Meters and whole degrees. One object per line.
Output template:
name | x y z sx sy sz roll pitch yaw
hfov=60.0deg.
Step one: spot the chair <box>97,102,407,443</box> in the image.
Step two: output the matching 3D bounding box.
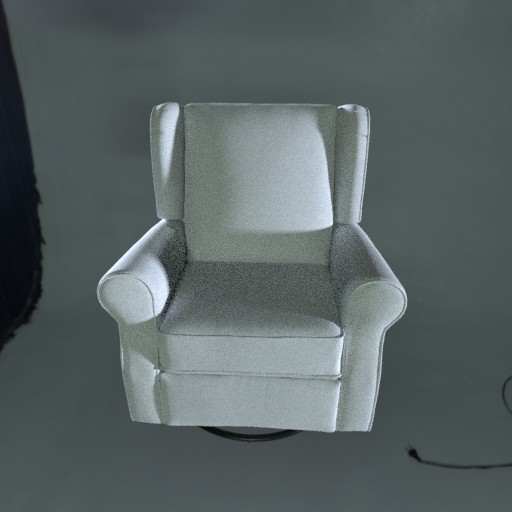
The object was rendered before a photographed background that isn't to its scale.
chair | 0.000 0.000 1.621 0.906 0.967 0.854 1 29 3
